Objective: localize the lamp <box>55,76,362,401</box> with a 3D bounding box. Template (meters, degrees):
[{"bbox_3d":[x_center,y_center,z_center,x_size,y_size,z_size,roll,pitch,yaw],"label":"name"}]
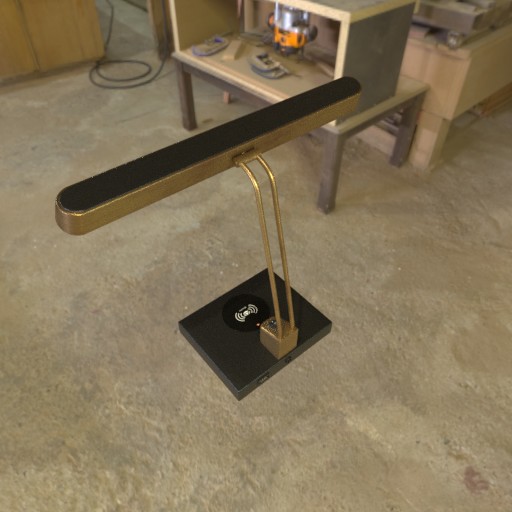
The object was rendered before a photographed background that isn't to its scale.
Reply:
[{"bbox_3d":[0.000,0.000,0.584,0.412,0.345,0.156,-30,52,-27],"label":"lamp"}]
